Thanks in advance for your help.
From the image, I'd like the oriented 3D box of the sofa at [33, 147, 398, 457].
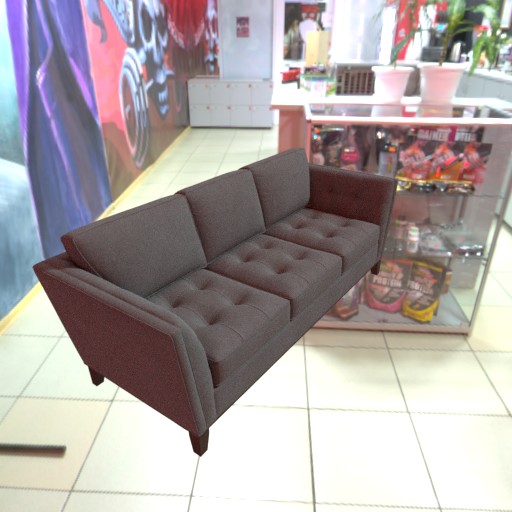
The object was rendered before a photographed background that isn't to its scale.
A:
[{"bbox_3d":[0.000,0.000,2.890,0.965,0.940,2.387,18,33,31],"label":"sofa"}]
